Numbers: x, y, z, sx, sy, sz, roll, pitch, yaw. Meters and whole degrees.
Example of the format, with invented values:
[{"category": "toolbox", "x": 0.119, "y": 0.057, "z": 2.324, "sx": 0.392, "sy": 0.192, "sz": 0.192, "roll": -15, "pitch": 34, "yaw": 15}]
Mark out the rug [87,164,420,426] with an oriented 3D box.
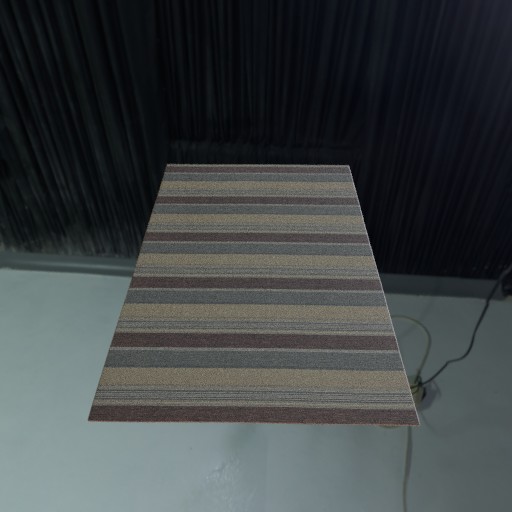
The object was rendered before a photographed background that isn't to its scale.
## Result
[{"category": "rug", "x": 0.000, "y": 0.000, "z": 2.296, "sx": 1.219, "sy": 0.008, "sz": 1.829, "roll": 0, "pitch": 42, "yaw": 1}]
